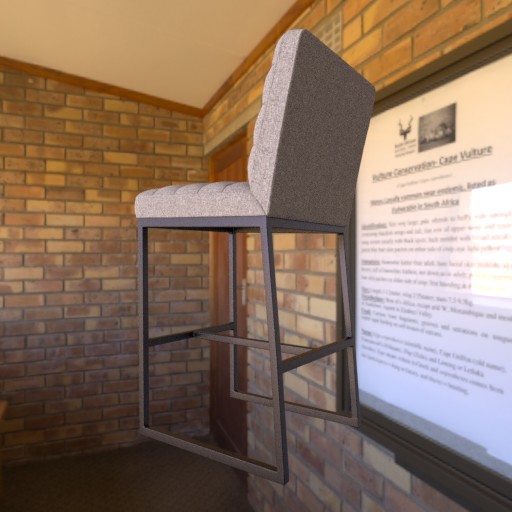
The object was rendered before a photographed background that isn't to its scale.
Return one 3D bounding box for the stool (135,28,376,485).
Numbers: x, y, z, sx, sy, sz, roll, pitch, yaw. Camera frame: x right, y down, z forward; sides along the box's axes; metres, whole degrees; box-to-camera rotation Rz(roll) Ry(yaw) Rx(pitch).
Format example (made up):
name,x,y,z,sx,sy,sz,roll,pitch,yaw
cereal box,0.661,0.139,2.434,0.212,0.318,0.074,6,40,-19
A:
name,x,y,z,sx,sy,sz,roll,pitch,yaw
stool,0.000,0.000,1.312,0.571,1.034,0.459,0,0,36
